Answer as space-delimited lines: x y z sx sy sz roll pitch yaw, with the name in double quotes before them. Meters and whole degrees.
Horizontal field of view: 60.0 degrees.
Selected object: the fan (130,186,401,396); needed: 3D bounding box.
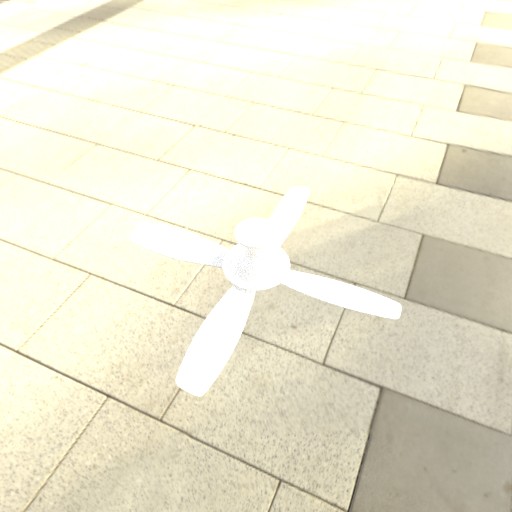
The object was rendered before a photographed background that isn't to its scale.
"fan" 0.000 0.000 2.547 1.693 0.382 1.694 17 48 15
